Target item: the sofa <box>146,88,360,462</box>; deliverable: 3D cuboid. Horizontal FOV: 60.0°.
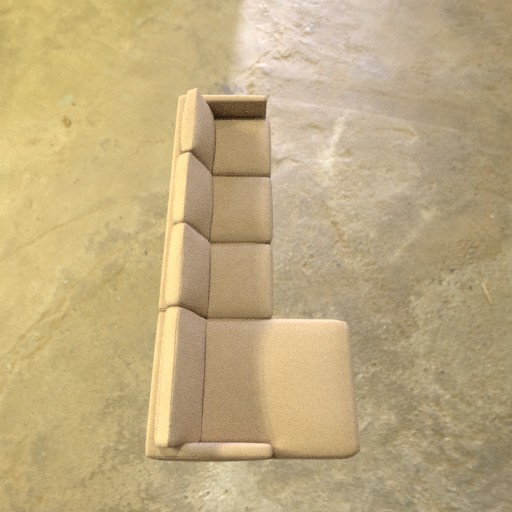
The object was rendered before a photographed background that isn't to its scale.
[{"bbox_3d":[0.000,0.000,3.801,1.502,0.876,3.201,0,66,0],"label":"sofa"}]
